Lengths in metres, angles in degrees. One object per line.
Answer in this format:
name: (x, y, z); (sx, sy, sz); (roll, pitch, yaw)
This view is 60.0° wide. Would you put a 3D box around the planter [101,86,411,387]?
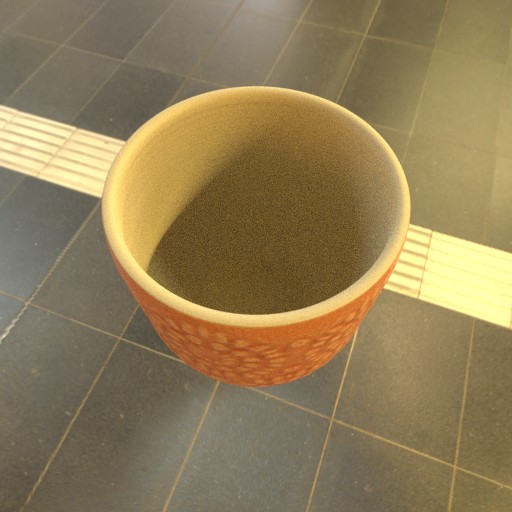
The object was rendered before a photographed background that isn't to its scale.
planter: (0.000, 0.000, 0.223); (0.124, 0.109, 0.124); (0, 58, 0)
